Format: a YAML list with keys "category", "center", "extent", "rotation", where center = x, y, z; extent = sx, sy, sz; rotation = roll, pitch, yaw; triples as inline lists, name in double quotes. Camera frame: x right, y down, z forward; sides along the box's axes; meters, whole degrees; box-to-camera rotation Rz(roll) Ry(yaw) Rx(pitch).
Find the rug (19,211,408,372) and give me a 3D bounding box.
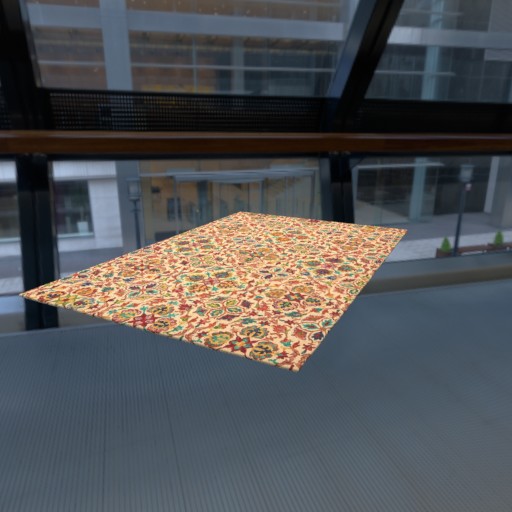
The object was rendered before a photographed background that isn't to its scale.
- category: "rug"
  center: [0.000, 0.000, 2.313]
  extent: [1.226, 0.013, 1.838]
  rotation: [9, 20, 26]
